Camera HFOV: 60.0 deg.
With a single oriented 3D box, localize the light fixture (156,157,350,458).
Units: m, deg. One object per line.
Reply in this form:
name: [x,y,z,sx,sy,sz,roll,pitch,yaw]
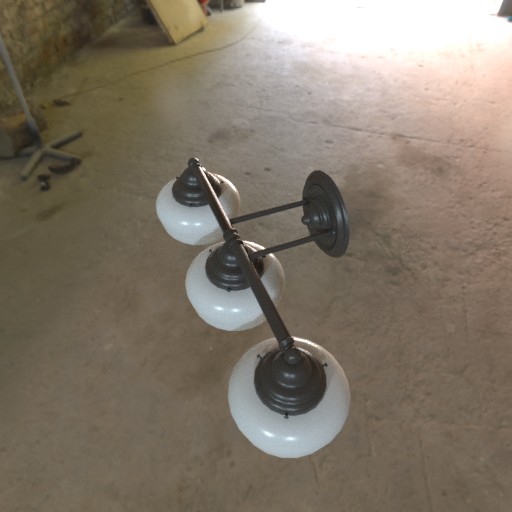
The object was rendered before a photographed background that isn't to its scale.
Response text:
light fixture: [0.000,0.000,0.711,0.239,0.242,0.587,-16,49,-15]
